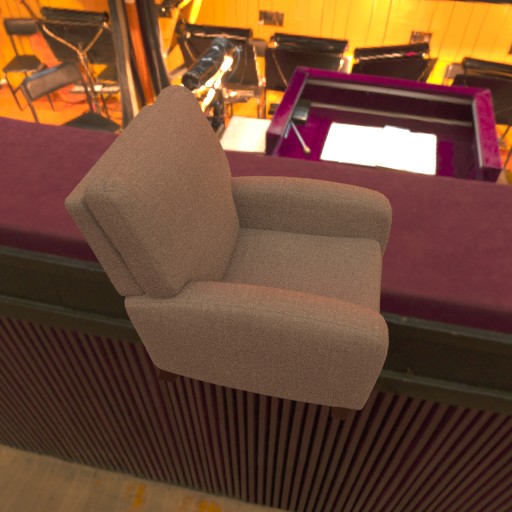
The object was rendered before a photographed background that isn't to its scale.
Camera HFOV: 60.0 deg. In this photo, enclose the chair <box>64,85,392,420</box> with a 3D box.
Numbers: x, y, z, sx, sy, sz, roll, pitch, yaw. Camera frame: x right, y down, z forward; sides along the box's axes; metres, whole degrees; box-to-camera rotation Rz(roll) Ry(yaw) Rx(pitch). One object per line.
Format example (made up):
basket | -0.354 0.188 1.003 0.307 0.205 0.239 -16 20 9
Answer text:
chair | 0.000 0.000 1.664 0.990 0.990 0.762 9 47 9
